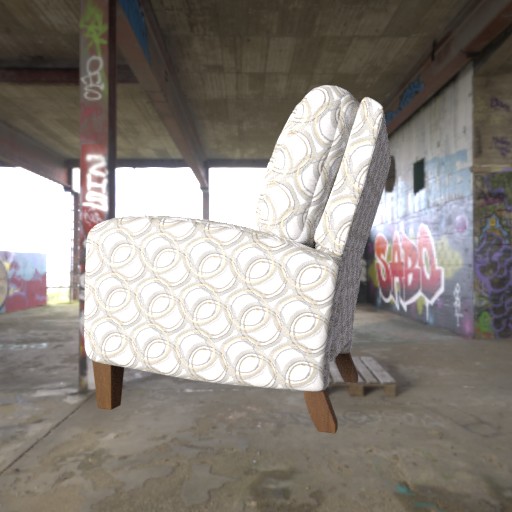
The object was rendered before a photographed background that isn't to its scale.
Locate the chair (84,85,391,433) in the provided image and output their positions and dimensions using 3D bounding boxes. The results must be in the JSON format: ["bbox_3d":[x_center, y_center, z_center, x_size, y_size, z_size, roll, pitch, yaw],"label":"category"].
[{"bbox_3d":[0.000,0.000,1.733,0.995,1.065,0.796,0,-1,19],"label":"chair"}]
